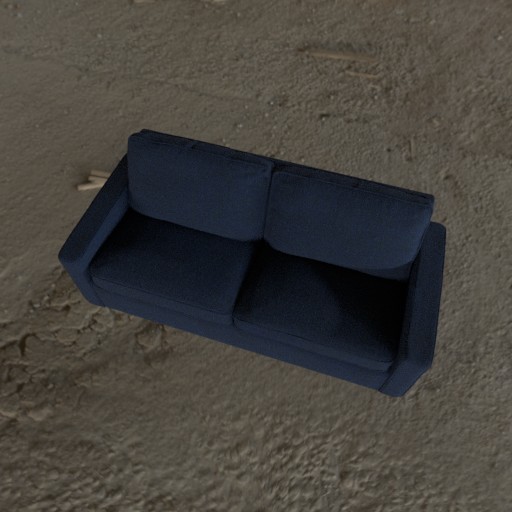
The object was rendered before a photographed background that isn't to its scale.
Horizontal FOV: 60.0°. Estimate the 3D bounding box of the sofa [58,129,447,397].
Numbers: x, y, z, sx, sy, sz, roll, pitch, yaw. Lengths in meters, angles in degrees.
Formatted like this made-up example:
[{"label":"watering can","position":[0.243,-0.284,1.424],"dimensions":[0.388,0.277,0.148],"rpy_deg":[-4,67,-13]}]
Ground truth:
[{"label":"sofa","position":[0.000,0.000,2.637],"dimensions":[2.080,0.919,0.940],"rpy_deg":[15,58,10]}]
